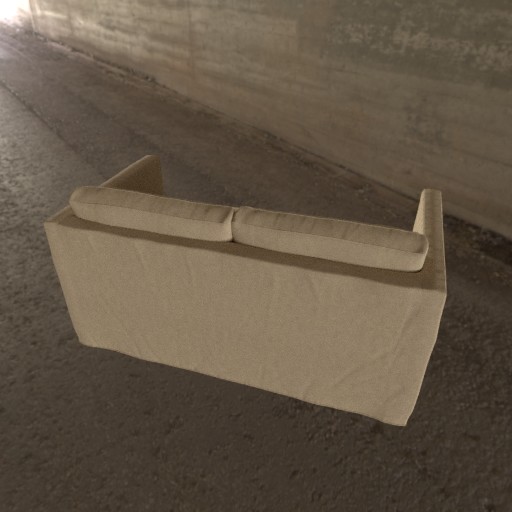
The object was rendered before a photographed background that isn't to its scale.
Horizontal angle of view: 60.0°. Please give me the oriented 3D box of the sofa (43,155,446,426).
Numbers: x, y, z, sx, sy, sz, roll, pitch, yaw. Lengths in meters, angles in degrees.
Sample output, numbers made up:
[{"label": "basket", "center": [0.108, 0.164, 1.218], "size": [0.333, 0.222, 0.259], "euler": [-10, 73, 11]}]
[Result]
[{"label": "sofa", "center": [0.000, 0.000, 2.263], "size": [1.719, 0.835, 0.962], "euler": [10, 34, 15]}]
